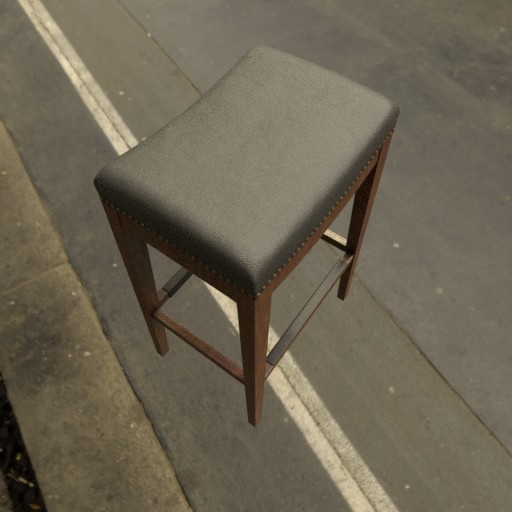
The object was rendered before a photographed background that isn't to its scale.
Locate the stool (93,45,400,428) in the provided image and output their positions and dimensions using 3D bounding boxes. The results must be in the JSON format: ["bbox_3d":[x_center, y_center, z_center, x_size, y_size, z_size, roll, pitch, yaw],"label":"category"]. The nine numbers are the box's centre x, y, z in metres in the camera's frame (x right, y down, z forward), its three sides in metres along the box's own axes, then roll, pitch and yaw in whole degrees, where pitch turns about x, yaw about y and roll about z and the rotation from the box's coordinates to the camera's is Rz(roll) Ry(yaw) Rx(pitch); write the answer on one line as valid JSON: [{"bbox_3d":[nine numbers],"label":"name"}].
[{"bbox_3d":[0.000,0.000,1.044,0.361,0.765,0.500,32,63,19],"label":"stool"}]
